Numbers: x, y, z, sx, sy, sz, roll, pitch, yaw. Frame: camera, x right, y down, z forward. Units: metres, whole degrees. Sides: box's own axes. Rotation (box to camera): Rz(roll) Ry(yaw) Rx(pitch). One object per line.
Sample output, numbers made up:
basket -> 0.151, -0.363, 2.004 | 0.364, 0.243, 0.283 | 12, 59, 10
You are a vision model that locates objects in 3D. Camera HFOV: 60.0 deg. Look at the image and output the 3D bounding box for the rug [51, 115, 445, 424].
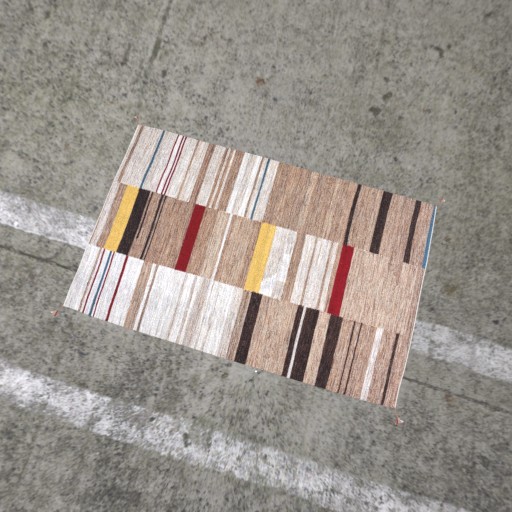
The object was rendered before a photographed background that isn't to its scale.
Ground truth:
rug -> 0.000, 0.000, 2.436 | 1.918, 0.007, 1.268 | 16, 76, 4
